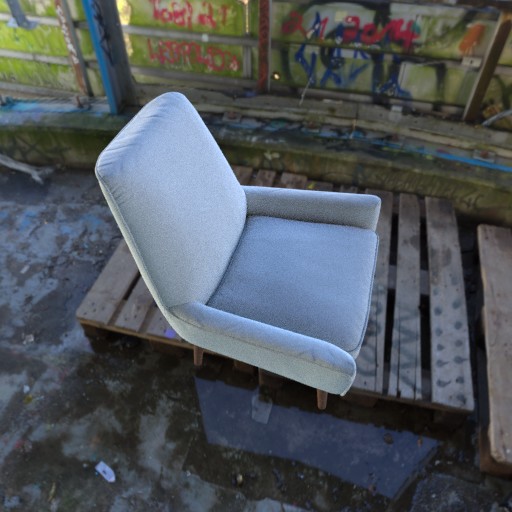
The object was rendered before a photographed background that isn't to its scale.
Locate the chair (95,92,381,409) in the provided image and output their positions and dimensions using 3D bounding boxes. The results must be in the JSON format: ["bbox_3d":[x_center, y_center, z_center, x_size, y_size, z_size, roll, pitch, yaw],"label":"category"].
[{"bbox_3d":[0.000,0.000,1.537,0.822,0.888,0.787,12,48,11],"label":"chair"}]
